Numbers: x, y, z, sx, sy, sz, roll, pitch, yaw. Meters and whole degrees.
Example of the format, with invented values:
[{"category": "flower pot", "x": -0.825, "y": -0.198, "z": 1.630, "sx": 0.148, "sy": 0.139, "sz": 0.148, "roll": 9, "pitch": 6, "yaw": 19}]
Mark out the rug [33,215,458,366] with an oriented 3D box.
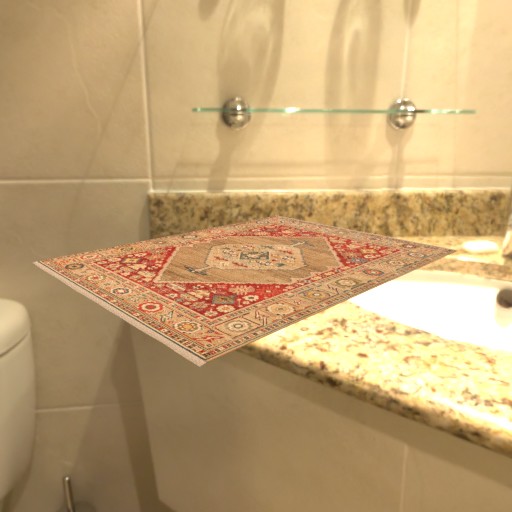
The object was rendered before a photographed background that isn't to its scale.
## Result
[{"category": "rug", "x": 0.000, "y": 0.000, "z": 4.103, "sx": 3.143, "sy": 0.008, "sz": 2.451, "roll": -15, "pitch": 22, "yaw": -42}]
